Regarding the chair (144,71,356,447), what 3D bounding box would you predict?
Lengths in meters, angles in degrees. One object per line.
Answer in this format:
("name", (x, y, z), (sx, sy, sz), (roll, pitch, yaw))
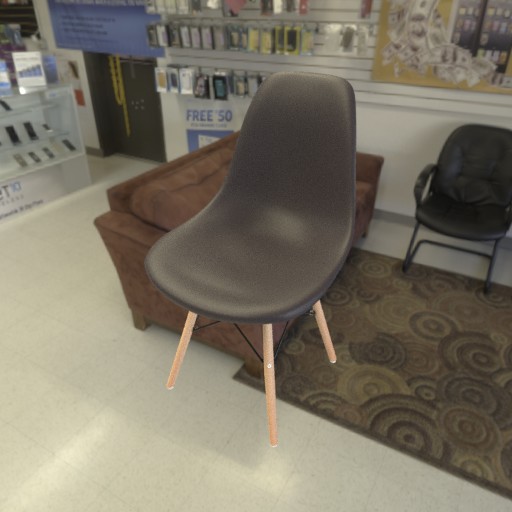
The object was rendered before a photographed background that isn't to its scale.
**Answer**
("chair", (0.000, 0.000, 1.156), (0.470, 0.825, 0.533), (18, 36, 27))
